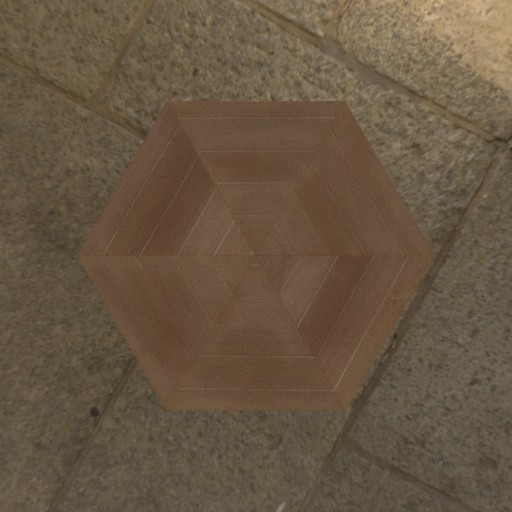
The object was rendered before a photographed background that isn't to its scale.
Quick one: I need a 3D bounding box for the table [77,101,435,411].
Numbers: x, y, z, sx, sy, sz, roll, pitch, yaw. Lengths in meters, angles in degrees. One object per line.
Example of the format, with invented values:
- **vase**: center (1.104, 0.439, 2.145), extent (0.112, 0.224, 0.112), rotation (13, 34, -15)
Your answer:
- **table**: center (0.000, 0.000, 1.658), extent (1.154, 0.456, 1.000), rotation (0, 90, 0)
